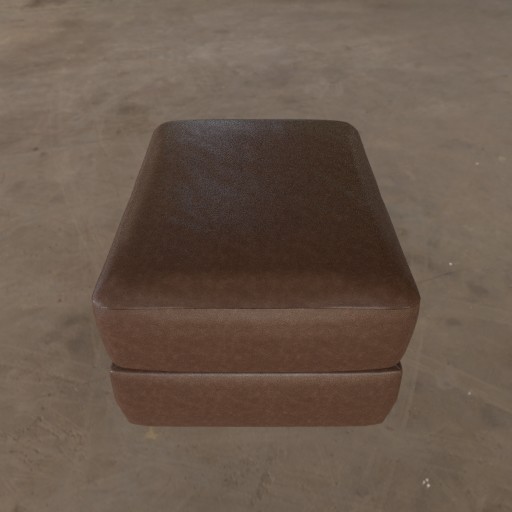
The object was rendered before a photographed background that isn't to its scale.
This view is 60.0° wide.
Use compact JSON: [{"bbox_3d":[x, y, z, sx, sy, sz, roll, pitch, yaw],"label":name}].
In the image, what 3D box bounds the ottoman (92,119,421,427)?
[{"bbox_3d":[0.000,0.000,1.143,0.603,0.476,0.751,0,42,0],"label":"ottoman"}]
